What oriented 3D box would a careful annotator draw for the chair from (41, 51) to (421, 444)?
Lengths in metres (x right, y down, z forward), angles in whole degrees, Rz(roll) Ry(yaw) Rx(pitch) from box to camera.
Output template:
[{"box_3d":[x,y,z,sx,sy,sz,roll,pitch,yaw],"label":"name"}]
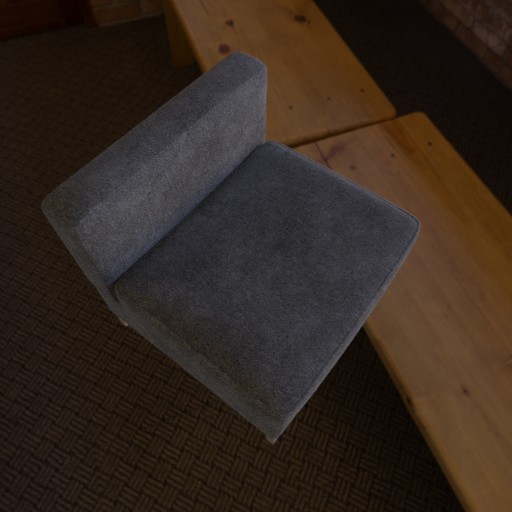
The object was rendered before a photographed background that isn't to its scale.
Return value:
[{"box_3d":[0.000,0.000,1.228,0.680,0.660,0.680,33,64,18],"label":"chair"}]
